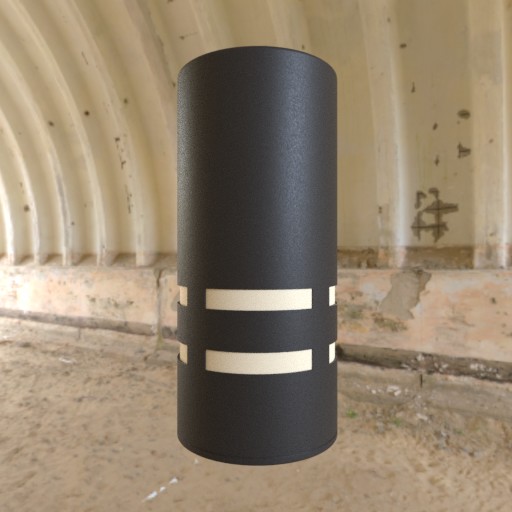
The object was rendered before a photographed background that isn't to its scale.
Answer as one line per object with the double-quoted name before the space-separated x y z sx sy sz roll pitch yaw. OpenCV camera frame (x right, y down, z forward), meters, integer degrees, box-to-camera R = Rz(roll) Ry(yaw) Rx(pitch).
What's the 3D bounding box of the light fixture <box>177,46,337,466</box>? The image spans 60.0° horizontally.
"light fixture" 0.000 0.000 0.256 0.098 0.179 0.138 0 0 -1
